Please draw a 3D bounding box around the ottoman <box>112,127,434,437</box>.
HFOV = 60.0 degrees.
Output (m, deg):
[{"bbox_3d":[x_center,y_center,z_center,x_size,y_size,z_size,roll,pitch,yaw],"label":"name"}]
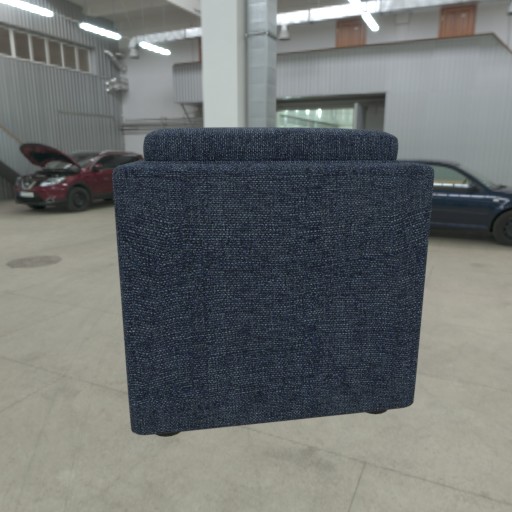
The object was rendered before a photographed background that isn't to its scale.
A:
[{"bbox_3d":[0.000,0.000,0.842,0.450,0.460,0.450,-2,13,-10],"label":"ottoman"}]
